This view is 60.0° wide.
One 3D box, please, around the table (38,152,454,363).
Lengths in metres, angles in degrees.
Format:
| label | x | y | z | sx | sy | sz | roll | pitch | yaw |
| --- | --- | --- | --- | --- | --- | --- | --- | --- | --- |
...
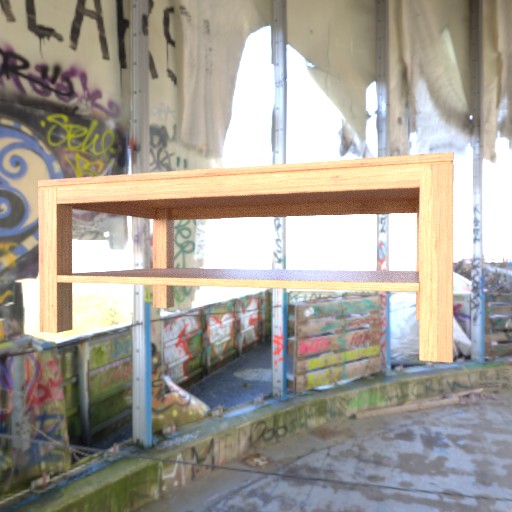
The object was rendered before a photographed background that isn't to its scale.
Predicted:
| label | x | y | z | sx | sy | sz | roll | pitch | yaw |
| --- | --- | --- | --- | --- | --- | --- | --- | --- | --- |
| table | 0.000 | 0.000 | 1.474 | 1.146 | 0.457 | 0.695 | 0 | 0 | 19 |
